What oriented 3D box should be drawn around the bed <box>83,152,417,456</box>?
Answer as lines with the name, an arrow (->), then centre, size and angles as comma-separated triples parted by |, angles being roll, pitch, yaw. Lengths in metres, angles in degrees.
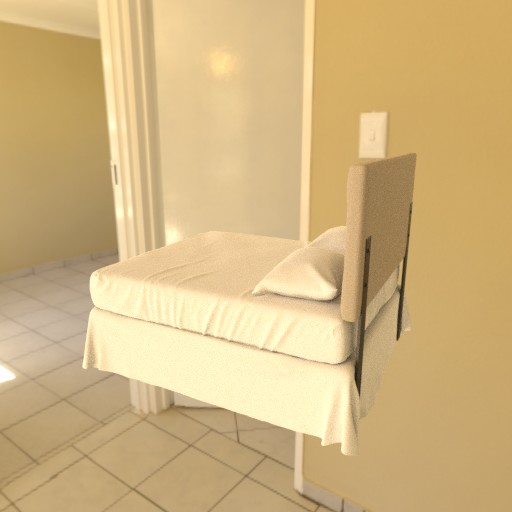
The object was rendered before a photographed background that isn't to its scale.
bed -> 0.000, 0.000, 3.500 | 2.222, 1.577, 1.936 | 8, 17, 26
